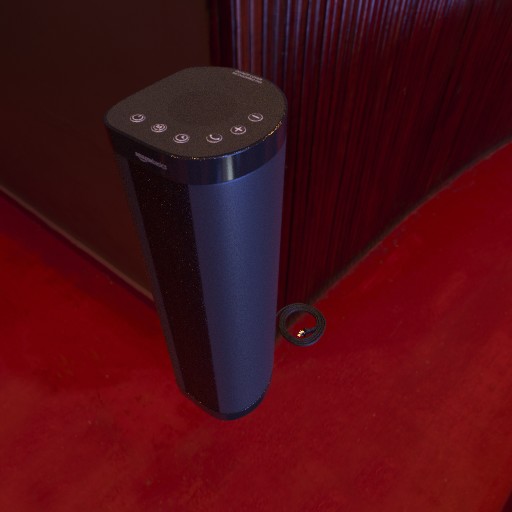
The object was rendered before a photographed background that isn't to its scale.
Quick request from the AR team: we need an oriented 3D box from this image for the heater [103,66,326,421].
[{"bbox_3d":[0.000,0.000,0.677,0.174,0.552,0.312,29,54,24],"label":"heater"}]
